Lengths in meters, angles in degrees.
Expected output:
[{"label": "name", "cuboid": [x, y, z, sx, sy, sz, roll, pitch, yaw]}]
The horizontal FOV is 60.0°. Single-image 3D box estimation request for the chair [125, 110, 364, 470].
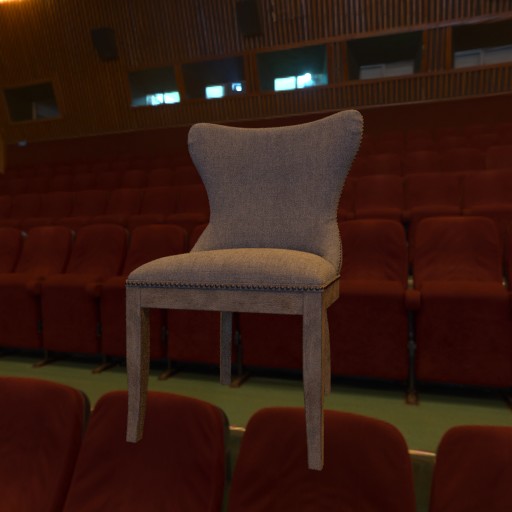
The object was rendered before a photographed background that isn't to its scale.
[{"label": "chair", "cuboid": [0.000, 0.000, 1.439, 0.654, 1.002, 0.681, 0, 1, 17]}]
